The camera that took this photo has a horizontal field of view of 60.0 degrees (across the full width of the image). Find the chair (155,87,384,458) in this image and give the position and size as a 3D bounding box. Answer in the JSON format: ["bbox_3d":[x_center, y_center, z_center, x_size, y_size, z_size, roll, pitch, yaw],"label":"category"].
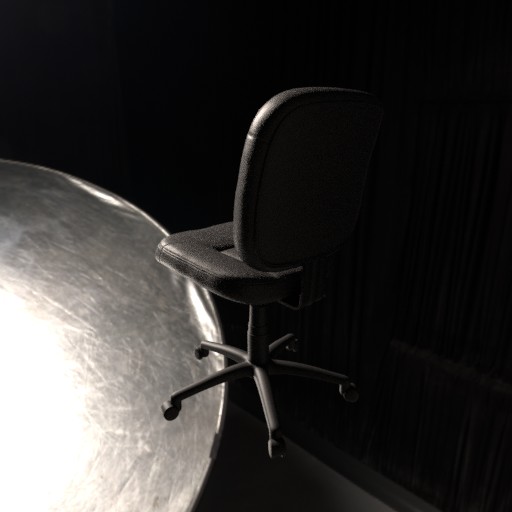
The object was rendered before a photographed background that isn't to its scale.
[{"bbox_3d":[0.000,0.000,1.383,0.646,0.959,0.647,16,24,42],"label":"chair"}]
